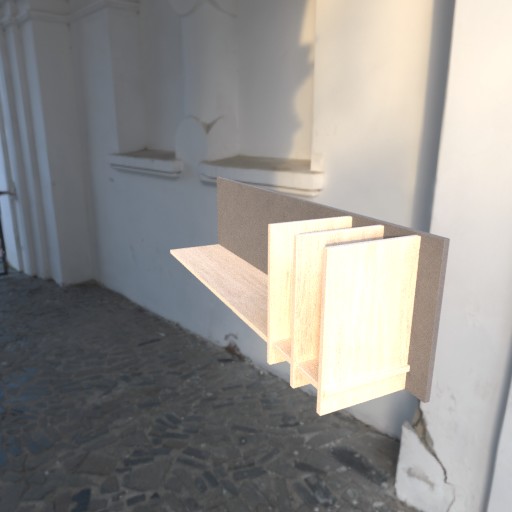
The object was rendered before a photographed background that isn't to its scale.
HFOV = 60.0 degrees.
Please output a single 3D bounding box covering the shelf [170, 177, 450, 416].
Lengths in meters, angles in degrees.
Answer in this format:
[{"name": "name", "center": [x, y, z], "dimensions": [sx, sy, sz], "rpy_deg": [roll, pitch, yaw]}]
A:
[{"name": "shelf", "center": [0.000, 0.000, 1.150], "dimensions": [0.200, 0.300, 1.020], "rpy_deg": [-8, 18, -24]}]
